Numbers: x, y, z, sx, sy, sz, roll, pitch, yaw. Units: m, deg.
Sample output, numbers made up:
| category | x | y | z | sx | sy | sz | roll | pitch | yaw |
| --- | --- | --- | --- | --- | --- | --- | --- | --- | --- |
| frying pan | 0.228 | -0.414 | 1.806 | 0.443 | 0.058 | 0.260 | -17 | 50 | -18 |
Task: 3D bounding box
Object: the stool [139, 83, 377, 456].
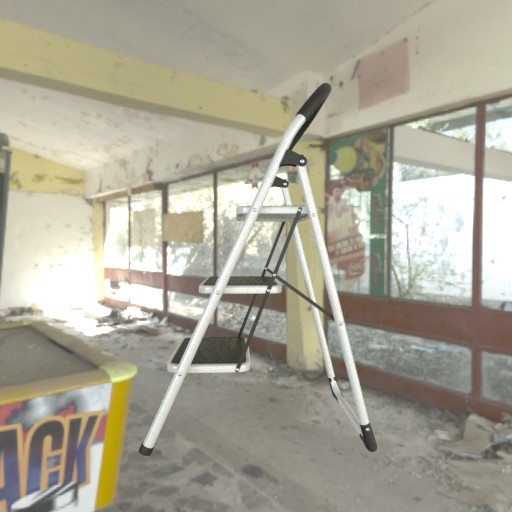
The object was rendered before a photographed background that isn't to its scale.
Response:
| category | x | y | z | sx | sy | sz | roll | pitch | yaw |
| --- | --- | --- | --- | --- | --- | --- | --- | --- | --- |
| stool | 0.000 | 0.000 | 1.472 | 0.676 | 1.109 | 0.485 | 0 | 1 | -2 |
